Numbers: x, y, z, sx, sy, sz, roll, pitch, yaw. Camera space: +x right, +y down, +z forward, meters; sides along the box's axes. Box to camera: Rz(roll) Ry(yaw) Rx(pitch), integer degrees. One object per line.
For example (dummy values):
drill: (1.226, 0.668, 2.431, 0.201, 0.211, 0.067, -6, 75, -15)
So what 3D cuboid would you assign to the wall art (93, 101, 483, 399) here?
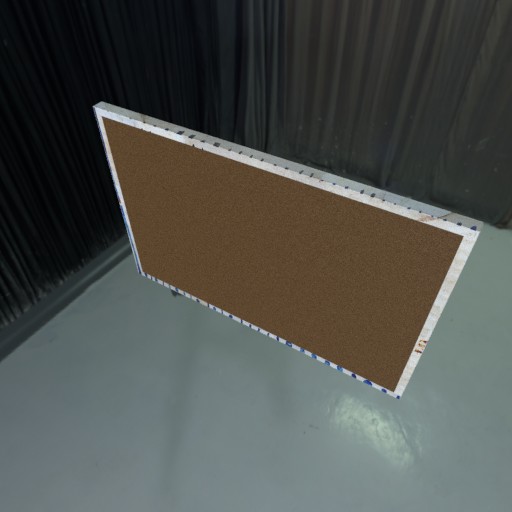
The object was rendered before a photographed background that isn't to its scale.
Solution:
wall art: (0.000, 0.000, 1.156, 0.919, 0.609, 0.030, 23, 49, 21)
